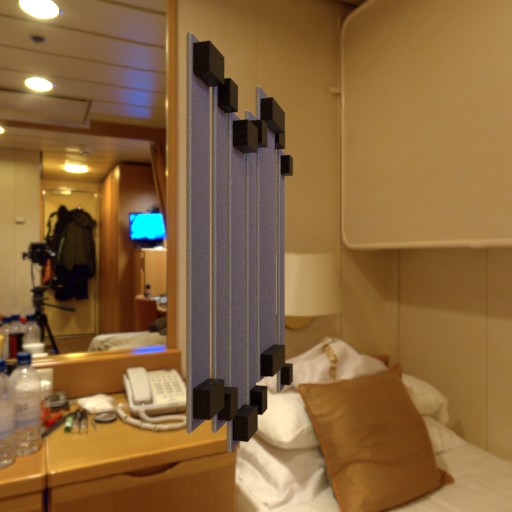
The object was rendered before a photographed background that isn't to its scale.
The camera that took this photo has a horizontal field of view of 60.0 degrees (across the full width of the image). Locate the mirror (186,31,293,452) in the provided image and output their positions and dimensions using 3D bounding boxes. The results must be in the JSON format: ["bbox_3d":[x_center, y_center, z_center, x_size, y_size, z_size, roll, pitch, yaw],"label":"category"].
[{"bbox_3d":[0.000,0.000,0.791,0.058,0.611,0.445,0,0,17],"label":"mirror"}]
